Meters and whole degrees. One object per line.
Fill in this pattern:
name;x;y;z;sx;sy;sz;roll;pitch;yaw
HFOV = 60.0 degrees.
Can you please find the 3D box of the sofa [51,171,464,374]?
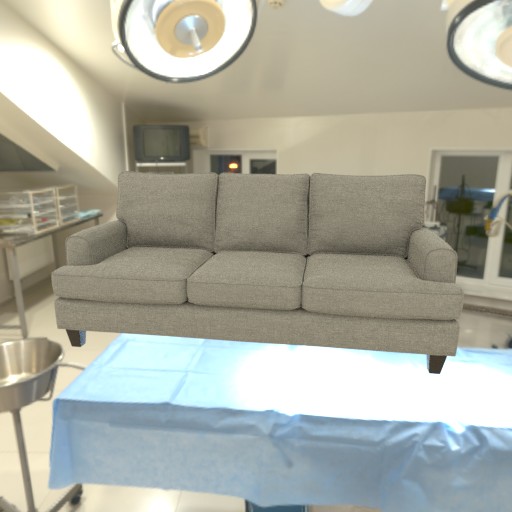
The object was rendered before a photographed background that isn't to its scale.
sofa;0.000;0.000;2.679;2.158;0.965;0.951;2;14;9
